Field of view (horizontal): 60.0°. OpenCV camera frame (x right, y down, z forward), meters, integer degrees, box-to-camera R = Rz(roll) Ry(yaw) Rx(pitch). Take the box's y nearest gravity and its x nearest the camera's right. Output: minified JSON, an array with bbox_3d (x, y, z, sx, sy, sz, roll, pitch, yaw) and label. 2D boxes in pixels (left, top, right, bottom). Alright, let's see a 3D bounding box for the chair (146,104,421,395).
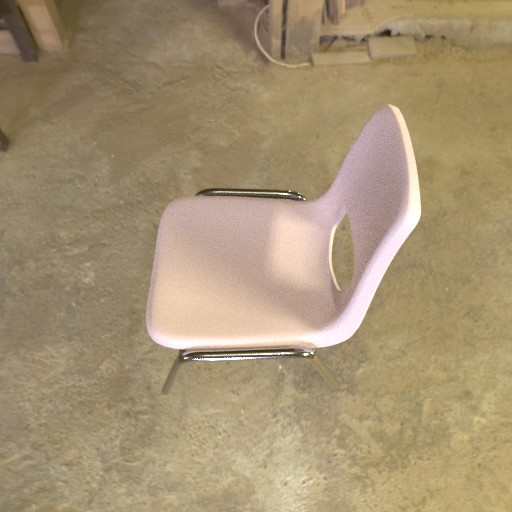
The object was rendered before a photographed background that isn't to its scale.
[{"bbox_3d":[0.000,0.000,0.772,0.385,0.537,0.354,0,59,0],"label":"chair"}]
